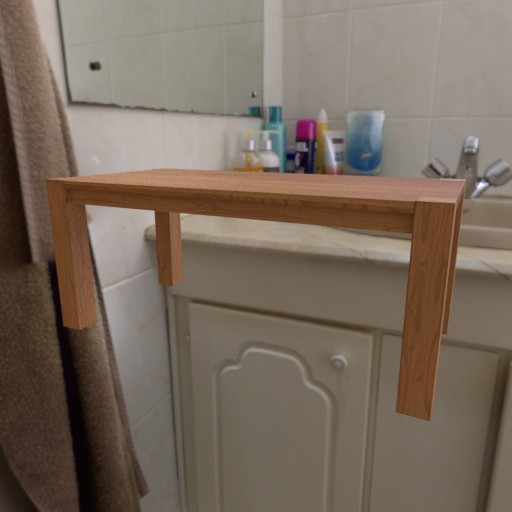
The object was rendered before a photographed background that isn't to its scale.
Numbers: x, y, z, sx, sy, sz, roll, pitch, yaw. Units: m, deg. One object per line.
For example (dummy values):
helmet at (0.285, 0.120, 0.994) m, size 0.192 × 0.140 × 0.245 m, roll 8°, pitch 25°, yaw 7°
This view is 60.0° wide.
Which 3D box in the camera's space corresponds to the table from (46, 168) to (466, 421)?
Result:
table at (0.000, 0.000, 2.218) m, size 1.800 × 0.760 × 0.900 m, roll 7°, pitch 17°, yaw 26°
